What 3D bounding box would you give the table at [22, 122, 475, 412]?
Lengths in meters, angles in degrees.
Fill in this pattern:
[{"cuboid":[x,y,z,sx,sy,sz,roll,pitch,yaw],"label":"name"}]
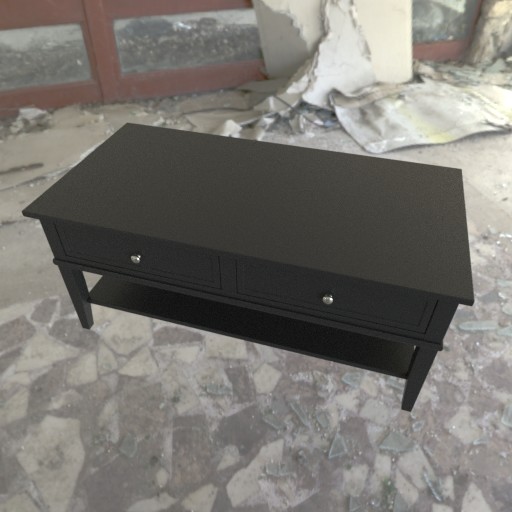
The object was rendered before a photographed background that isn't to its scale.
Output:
[{"cuboid":[0.000,0.000,1.315,1.044,0.470,0.523,11,43,12],"label":"table"}]
